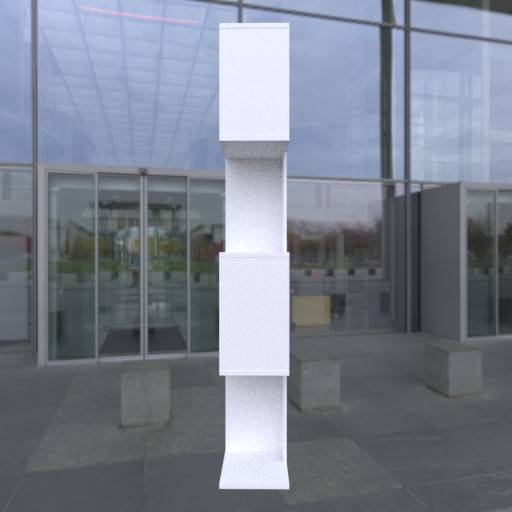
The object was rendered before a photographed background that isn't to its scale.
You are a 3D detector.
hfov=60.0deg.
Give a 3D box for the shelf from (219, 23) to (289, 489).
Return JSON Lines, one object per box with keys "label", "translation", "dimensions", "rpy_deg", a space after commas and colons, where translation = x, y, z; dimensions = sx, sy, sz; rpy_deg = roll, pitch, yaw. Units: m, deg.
{"label": "shelf", "translation": [0.000, 0.000, 2.014], "dimensions": [0.250, 1.650, 0.890], "rpy_deg": [0, 0, 1]}
